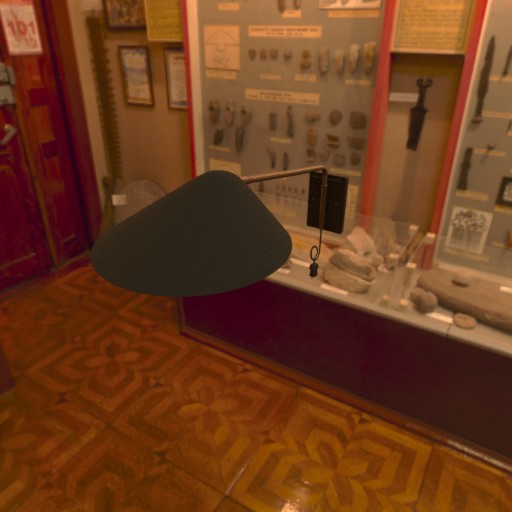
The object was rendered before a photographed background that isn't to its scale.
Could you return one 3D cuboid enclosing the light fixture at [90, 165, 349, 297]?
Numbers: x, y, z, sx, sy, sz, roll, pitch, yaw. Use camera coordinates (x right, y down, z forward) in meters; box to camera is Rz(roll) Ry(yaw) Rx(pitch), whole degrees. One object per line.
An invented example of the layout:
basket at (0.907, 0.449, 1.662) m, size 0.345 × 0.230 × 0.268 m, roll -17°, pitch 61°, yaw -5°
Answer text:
light fixture at (0.000, 0.000, 0.680) m, size 0.240 × 0.312 × 0.516 m, roll 17°, pitch 33°, yaw 29°
